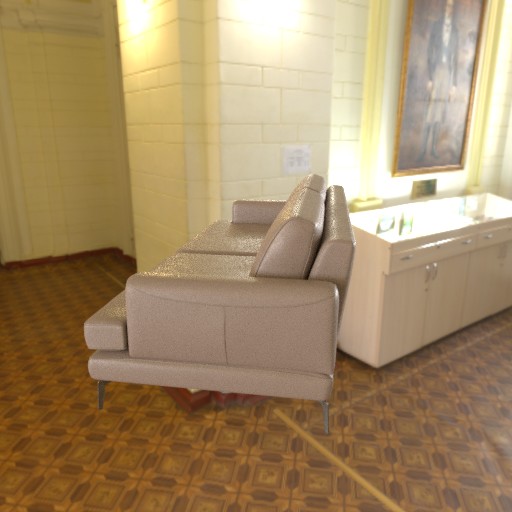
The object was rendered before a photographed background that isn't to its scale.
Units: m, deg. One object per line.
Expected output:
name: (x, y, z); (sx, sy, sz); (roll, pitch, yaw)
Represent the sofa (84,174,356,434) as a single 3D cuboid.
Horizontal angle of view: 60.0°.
sofa: (0.000, 0.000, 2.437); (0.974, 0.765, 1.940); (3, 16, 9)
